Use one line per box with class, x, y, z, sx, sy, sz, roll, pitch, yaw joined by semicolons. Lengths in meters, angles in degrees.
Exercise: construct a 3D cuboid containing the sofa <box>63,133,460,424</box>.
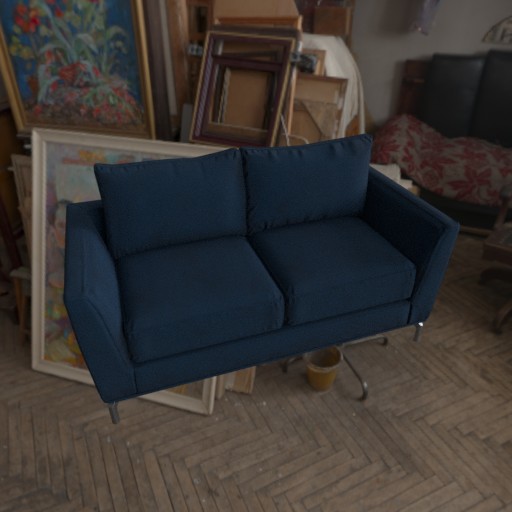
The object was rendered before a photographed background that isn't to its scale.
sofa;0.000;0.000;2.307;1.770;1.002;0.853;-11;34;-16
